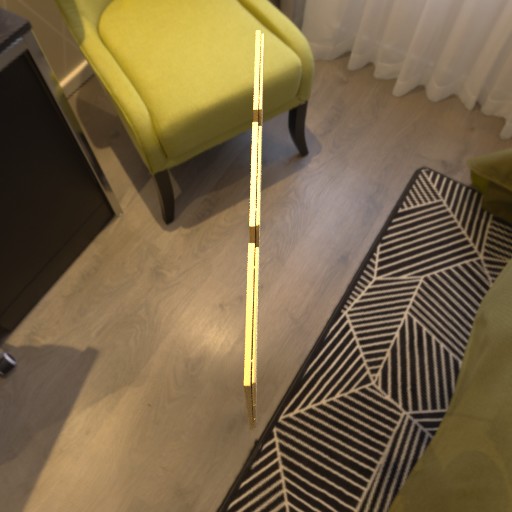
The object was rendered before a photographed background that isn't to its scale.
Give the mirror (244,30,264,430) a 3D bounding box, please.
[{"bbox_3d":[0.000,0.000,1.484,0.023,0.926,1.011,1,64,1],"label":"mirror"}]
